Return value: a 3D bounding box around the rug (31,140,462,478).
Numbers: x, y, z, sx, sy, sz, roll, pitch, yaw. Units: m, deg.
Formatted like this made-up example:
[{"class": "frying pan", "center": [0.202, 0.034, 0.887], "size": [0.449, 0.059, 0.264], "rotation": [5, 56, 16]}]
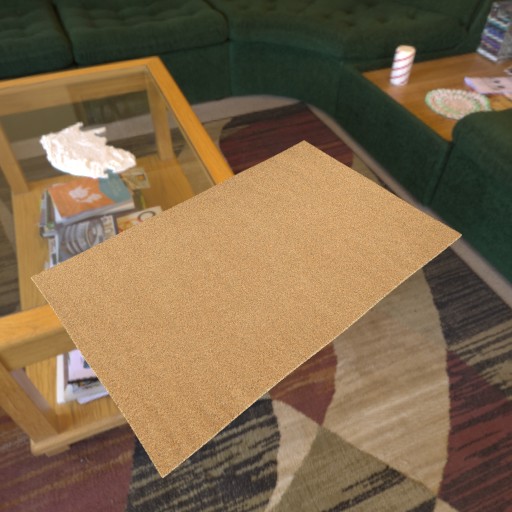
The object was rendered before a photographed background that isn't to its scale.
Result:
[{"class": "rug", "center": [0.000, 0.000, 2.849], "size": [2.346, 0.025, 1.500], "rotation": [-32, 54, -26]}]
